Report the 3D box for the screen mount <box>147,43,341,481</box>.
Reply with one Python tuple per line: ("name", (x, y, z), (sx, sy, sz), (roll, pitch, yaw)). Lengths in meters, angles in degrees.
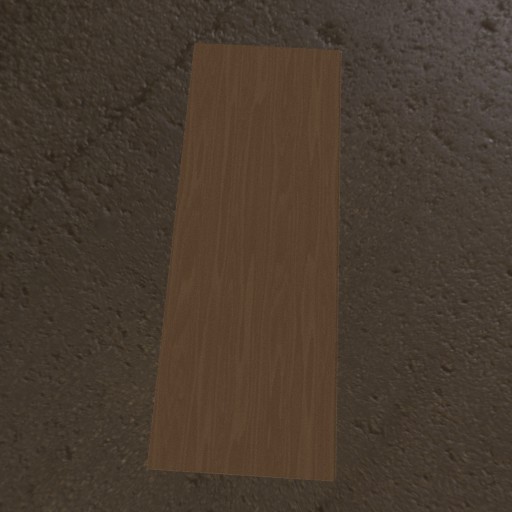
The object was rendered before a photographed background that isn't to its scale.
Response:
("screen mount", (0.000, 0.000, 1.293), (0.406, 0.432, 1.084), (3, 75, 1))
